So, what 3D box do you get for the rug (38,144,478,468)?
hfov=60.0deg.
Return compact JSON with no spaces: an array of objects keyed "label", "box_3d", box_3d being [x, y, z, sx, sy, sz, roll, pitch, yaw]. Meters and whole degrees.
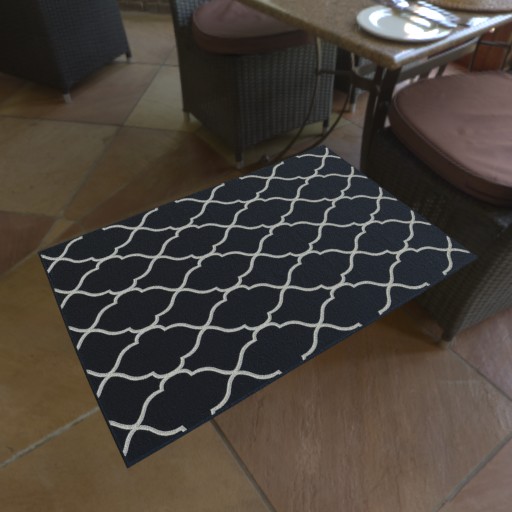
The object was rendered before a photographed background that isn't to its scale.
[{"label":"rug","box_3d":[0.000,0.000,2.743,2.290,0.014,1.526,-25,51,-22]}]
